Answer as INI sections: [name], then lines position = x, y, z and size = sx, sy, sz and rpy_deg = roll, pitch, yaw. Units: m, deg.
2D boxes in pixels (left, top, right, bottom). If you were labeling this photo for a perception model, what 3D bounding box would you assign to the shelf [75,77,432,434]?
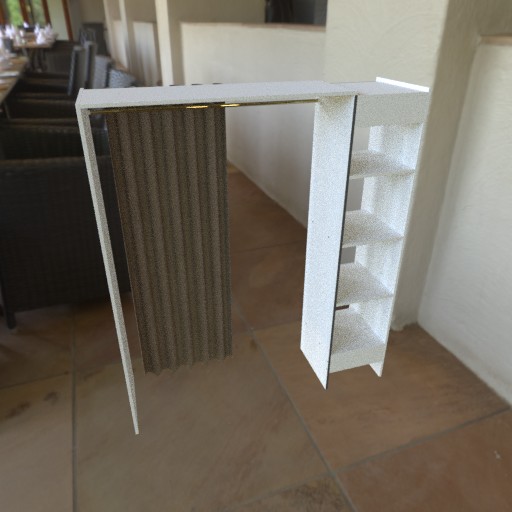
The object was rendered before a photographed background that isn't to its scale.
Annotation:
[shelf]
position = 0.000, 0.000, 2.538
size = 1.600, 1.820, 0.500
rpy_deg = -8, 29, -15
